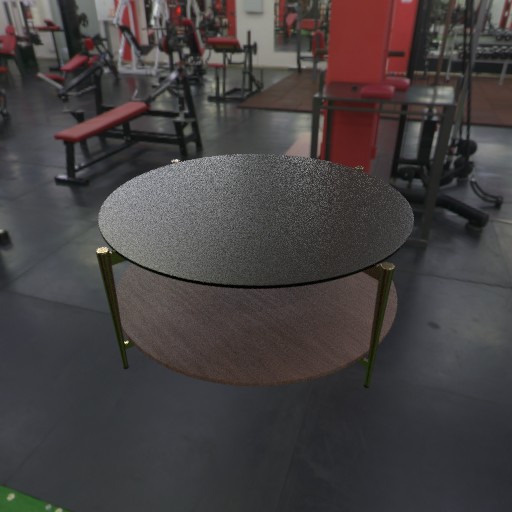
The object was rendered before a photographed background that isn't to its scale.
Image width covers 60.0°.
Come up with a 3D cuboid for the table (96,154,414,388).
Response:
[{"bbox_3d":[0.000,0.000,1.478,0.938,0.400,0.938,11,32,18],"label":"table"}]
